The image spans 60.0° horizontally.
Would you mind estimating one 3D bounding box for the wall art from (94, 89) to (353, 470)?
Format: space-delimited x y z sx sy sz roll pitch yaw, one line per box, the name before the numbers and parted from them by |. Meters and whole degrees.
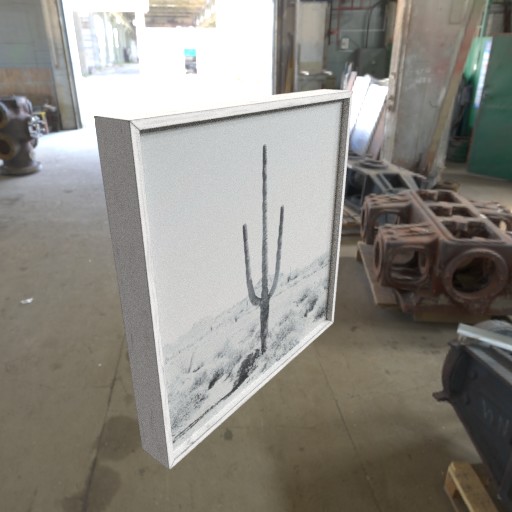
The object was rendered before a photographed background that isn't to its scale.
wall art | 0.000 0.000 0.457 0.038 0.305 0.305 18 30 34
